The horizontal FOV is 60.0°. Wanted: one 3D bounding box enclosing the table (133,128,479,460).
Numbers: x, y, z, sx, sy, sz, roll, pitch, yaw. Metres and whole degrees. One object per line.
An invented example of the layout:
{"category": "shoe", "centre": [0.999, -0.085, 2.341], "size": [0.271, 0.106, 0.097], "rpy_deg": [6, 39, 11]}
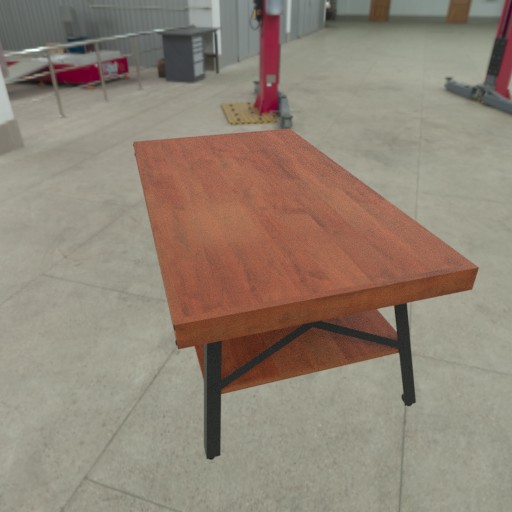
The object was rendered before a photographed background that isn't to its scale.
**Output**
{"category": "table", "centre": [0.000, 0.000, 1.364], "size": [0.610, 0.457, 1.067], "rpy_deg": [-9, 32, -14]}
